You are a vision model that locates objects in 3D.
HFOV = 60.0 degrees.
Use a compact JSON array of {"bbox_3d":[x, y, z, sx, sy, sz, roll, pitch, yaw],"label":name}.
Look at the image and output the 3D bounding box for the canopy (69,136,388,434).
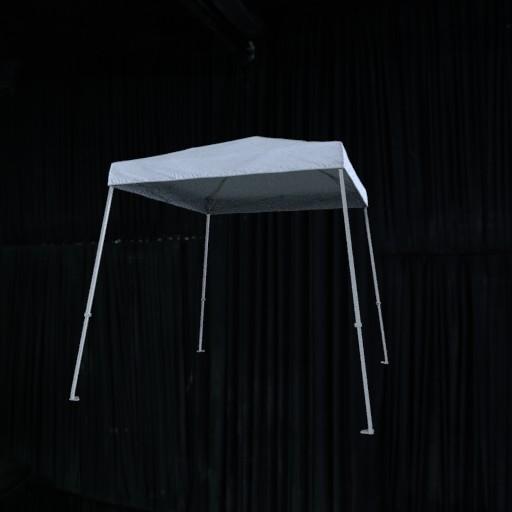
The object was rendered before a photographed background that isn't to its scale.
[{"bbox_3d":[0.000,0.000,6.609,3.599,3.600,3.600,-1,-2,19],"label":"canopy"}]
